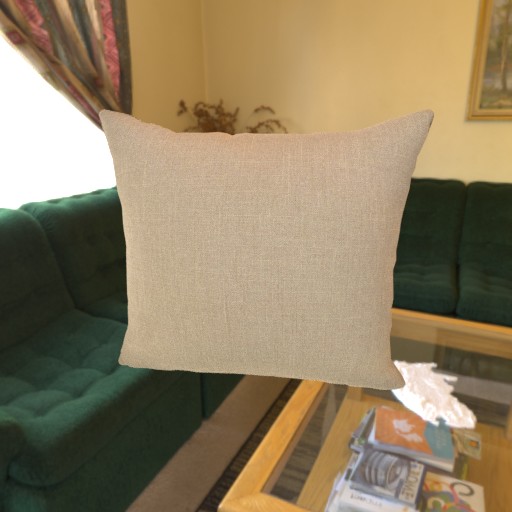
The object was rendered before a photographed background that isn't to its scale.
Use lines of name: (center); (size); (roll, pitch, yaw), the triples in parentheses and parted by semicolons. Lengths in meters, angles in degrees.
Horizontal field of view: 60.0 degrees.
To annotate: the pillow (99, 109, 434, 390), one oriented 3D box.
pillow: (0.000, 0.000, 0.772); (0.546, 0.487, 0.180); (2, 17, 7)
